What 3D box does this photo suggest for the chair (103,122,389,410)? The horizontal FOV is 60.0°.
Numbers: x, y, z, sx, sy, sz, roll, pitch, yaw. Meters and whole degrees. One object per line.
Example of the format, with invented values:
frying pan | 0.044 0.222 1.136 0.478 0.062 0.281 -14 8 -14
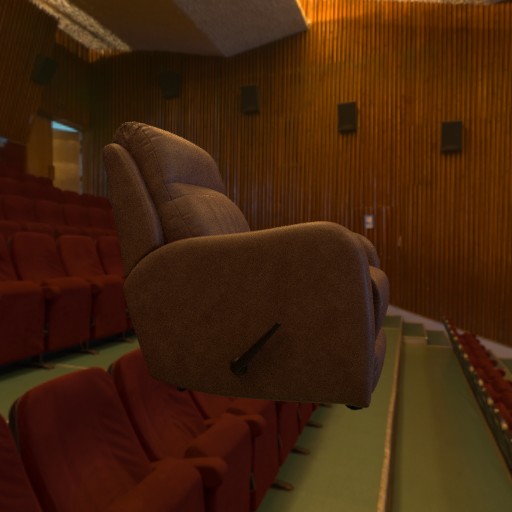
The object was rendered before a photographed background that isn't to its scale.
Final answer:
chair | 0.000 0.000 1.866 1.067 1.067 0.865 0 0 18
